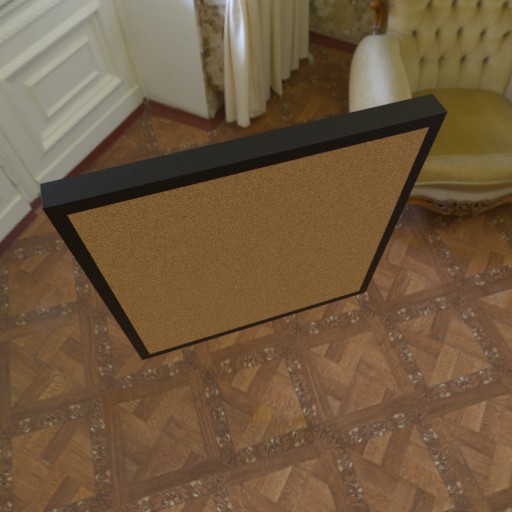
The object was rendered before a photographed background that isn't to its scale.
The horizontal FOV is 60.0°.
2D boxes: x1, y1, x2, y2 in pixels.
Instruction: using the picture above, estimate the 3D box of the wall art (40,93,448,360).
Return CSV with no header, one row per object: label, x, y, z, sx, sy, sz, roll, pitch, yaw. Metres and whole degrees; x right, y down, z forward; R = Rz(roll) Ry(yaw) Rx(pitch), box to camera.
wall art,0.000,0.000,0.755,0.508,0.508,0.038,-16,59,-9
